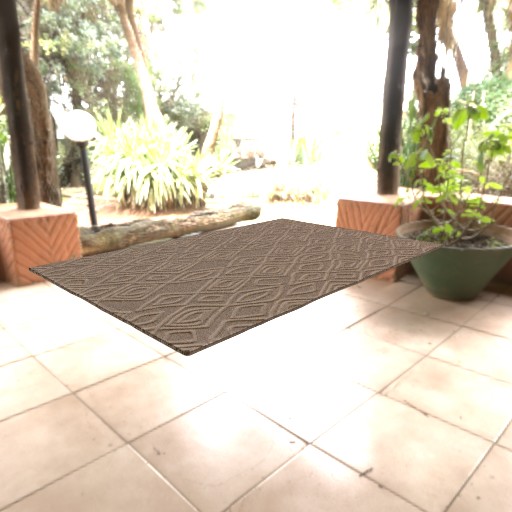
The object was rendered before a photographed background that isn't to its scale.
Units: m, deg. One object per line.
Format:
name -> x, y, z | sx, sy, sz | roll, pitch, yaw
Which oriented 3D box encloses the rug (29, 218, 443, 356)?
rug -> 0.000, 0.000, 2.309 | 1.224, 0.016, 1.832 | 14, 21, 42
